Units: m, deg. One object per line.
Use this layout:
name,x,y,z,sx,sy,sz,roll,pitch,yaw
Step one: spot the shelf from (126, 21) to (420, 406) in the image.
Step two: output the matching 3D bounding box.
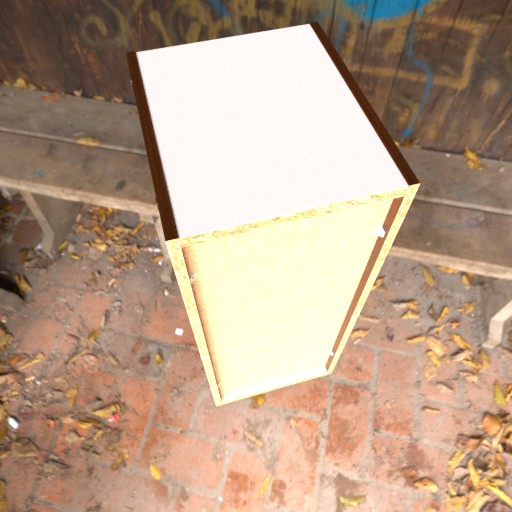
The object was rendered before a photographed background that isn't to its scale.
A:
shelf,0.000,0.000,0.740,0.253,0.600,0.290,-14,59,-8
